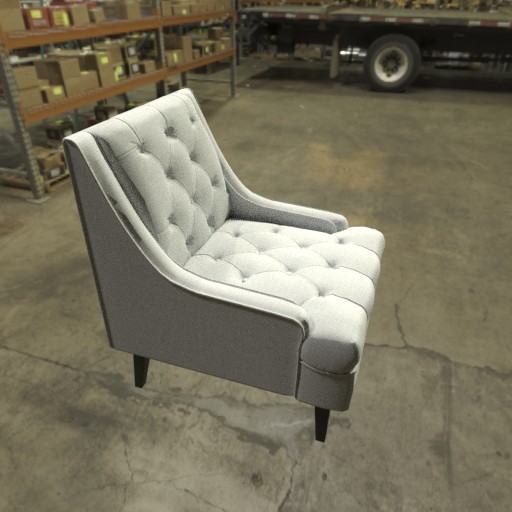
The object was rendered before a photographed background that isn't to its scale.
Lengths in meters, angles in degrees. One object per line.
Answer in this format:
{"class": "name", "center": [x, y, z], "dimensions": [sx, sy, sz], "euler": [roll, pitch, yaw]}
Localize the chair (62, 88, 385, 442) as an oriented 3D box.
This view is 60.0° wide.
{"class": "chair", "center": [0.000, 0.000, 1.427], "dimensions": [0.772, 0.891, 0.658], "euler": [10, 33, 16]}
